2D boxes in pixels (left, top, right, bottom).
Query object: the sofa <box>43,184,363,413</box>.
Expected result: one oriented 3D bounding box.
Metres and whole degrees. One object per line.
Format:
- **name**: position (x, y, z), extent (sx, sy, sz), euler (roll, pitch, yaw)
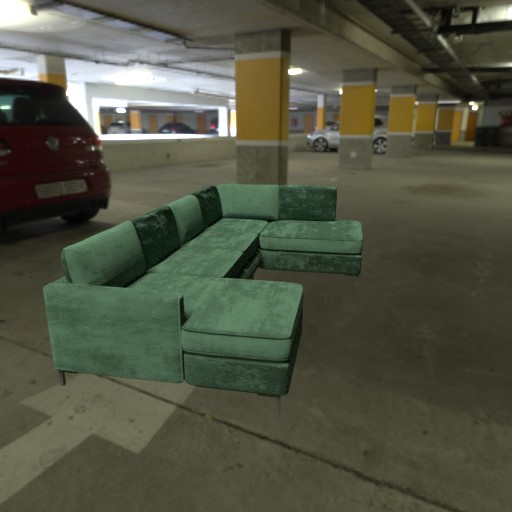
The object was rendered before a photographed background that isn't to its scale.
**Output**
- **sofa**: position (0.000, 0.000, 4.242), extent (2.055, 0.992, 3.434), euler (3, 16, 11)
